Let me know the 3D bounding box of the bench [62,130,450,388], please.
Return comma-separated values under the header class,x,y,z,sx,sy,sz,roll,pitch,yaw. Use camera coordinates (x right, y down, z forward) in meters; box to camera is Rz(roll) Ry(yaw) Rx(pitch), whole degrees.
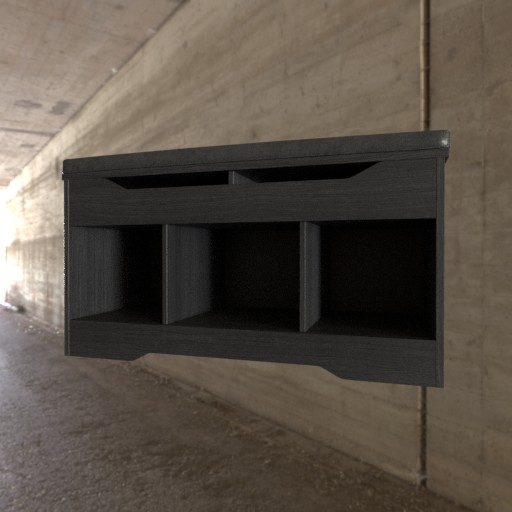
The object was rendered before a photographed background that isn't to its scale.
class,x,y,z,sx,sy,sz,roll,pitch,yaw
bench,0.000,0.000,1.172,0.905,0.501,0.401,0,1,18
